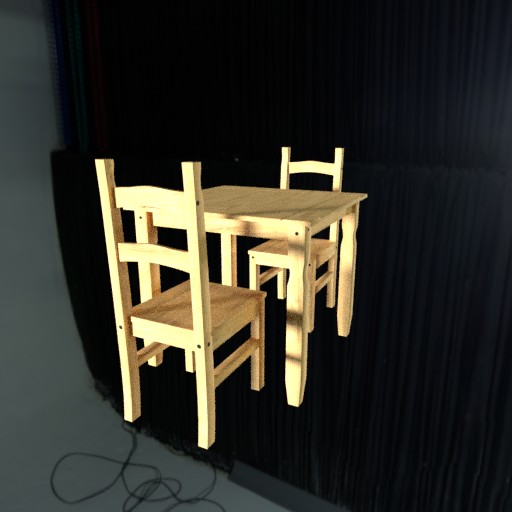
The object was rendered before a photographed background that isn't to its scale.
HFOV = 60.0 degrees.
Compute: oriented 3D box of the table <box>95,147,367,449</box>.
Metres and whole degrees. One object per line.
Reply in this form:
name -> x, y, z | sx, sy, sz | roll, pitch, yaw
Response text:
table -> 0.000, 0.000, 2.063 | 0.813, 0.942, 1.501 | 8, 17, 26
